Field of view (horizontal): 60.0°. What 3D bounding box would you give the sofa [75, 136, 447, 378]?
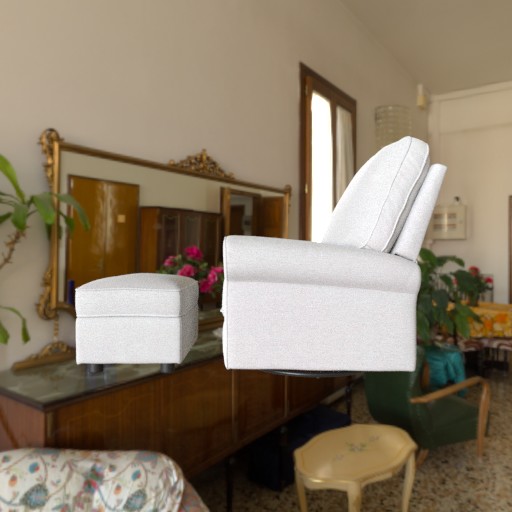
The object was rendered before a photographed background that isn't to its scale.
[{"bbox_3d":[0.000,0.000,2.042,1.478,0.959,0.880,0,0,0],"label":"sofa"}]
